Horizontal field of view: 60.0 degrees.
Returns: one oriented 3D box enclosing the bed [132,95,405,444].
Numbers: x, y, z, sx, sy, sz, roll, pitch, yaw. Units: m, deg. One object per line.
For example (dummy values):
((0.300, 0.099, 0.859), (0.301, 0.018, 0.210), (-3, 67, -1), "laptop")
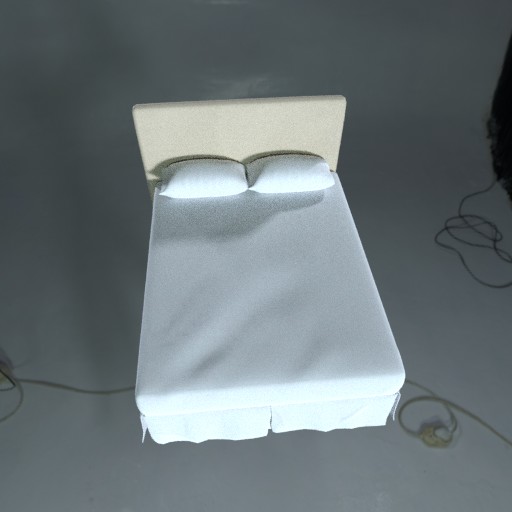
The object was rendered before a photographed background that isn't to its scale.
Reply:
((0.000, 0.000, 3.205), (1.723, 1.330, 2.142), (-4, 48, -3), "bed")
